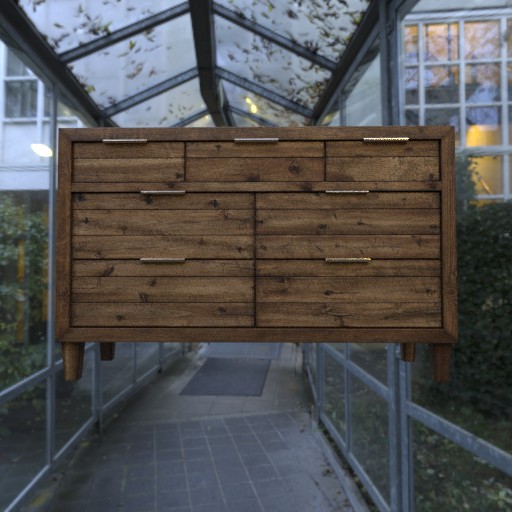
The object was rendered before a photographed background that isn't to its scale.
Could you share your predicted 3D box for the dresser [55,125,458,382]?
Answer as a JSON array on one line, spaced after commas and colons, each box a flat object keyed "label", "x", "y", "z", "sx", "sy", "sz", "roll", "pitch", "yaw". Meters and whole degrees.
[{"label": "dresser", "x": 0.000, "y": 0.000, "z": 1.748, "sx": 1.387, "sy": 0.892, "sz": 0.438, "roll": 0, "pitch": -2, "yaw": 1}]
